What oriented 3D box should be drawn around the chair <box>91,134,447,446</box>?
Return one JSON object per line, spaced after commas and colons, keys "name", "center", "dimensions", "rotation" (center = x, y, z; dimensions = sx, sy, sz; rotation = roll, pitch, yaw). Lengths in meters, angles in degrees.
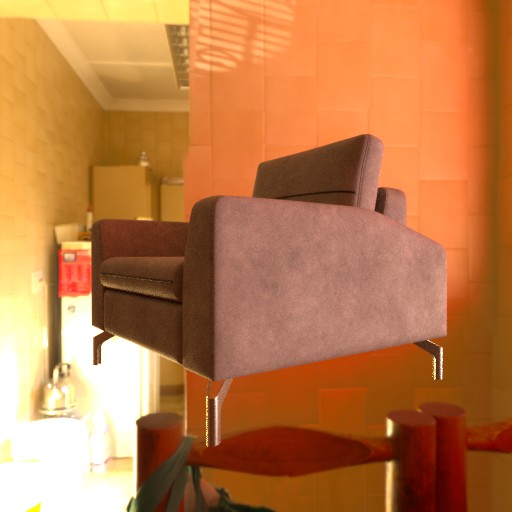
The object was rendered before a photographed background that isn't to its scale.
{"name": "chair", "center": [0.000, 0.000, 1.532], "dimensions": [0.900, 0.800, 0.900], "rotation": [0, 0, -36]}
